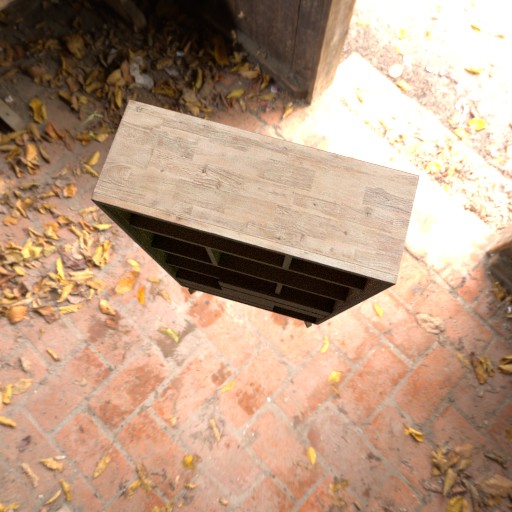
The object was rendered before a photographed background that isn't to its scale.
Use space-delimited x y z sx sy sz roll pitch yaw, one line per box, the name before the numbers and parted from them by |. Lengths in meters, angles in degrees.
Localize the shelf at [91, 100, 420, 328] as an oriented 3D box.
shelf | 0.000 0.000 1.786 0.748 1.471 0.308 16 78 4
